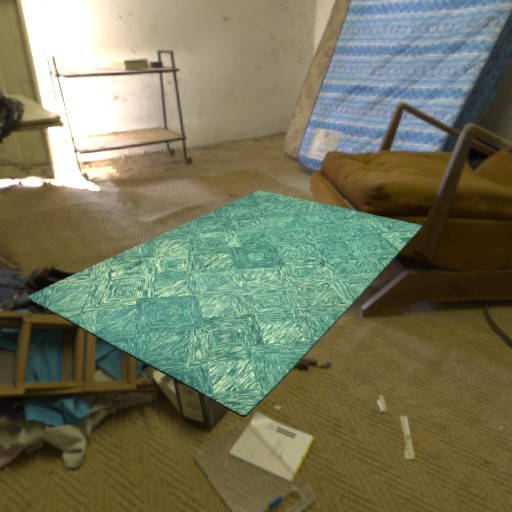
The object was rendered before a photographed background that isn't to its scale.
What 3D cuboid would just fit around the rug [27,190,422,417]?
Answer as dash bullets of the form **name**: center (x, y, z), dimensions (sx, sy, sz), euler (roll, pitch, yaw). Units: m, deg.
- **rug**: center (0.000, 0.000, 2.187), dimensions (1.136, 0.017, 1.728), euler (17, 32, 31)
